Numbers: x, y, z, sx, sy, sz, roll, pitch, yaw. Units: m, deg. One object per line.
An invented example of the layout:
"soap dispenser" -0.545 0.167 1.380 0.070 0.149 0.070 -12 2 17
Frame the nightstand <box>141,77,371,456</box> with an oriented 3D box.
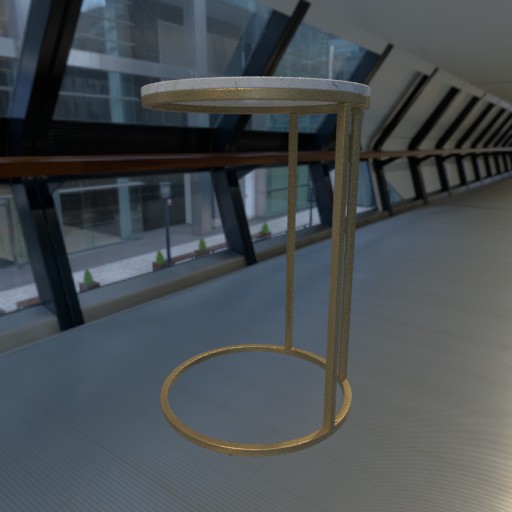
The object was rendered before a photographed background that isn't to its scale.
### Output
"nightstand" 0.000 0.000 0.873 0.400 0.610 0.400 -2 15 -9
